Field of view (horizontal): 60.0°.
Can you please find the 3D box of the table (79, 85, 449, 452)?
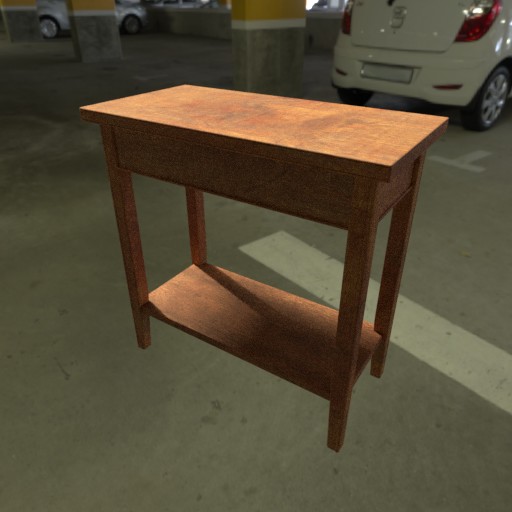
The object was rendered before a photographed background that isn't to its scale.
[{"bbox_3d":[0.000,0.000,0.964,0.610,0.610,0.305,18,35,28],"label":"table"}]
